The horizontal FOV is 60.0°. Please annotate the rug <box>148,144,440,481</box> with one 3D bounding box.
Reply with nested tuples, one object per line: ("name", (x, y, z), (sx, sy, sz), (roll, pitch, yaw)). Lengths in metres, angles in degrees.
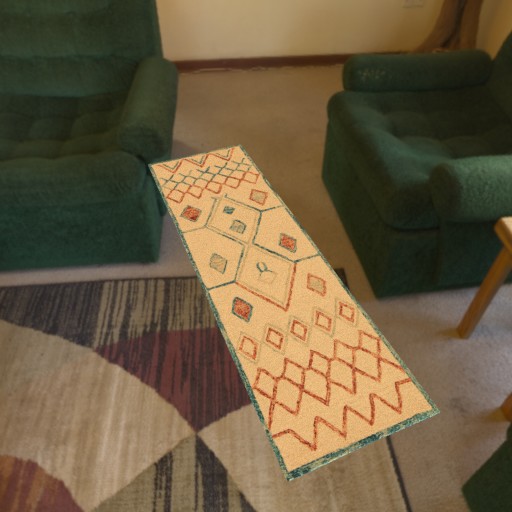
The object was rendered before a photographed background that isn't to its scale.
("rug", (0.000, 0.000, 2.652), (0.750, 0.011, 2.435), (-16, 47, -16))
